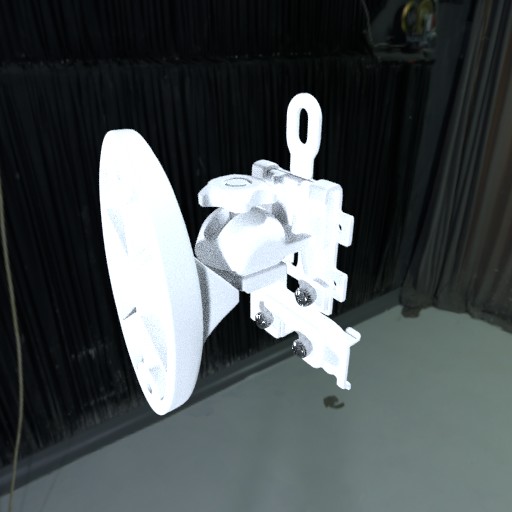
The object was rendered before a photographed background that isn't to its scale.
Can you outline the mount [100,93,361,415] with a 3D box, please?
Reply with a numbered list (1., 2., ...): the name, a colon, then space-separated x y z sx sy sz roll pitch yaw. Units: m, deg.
1. mount: 0.000 0.000 0.174 0.100 0.118 0.066 -19 32 -32
